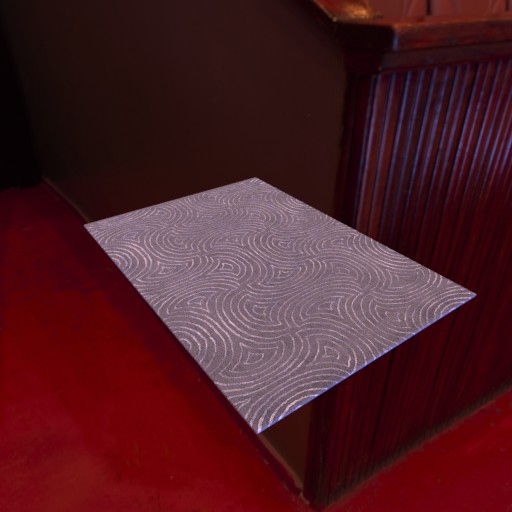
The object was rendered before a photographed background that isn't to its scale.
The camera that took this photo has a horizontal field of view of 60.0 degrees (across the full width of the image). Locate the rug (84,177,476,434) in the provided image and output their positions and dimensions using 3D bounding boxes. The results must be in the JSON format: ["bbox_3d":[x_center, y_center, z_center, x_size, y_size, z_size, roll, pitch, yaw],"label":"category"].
[{"bbox_3d":[0.000,0.000,2.874,1.543,0.015,2.144,-21,38,-30],"label":"rug"}]
